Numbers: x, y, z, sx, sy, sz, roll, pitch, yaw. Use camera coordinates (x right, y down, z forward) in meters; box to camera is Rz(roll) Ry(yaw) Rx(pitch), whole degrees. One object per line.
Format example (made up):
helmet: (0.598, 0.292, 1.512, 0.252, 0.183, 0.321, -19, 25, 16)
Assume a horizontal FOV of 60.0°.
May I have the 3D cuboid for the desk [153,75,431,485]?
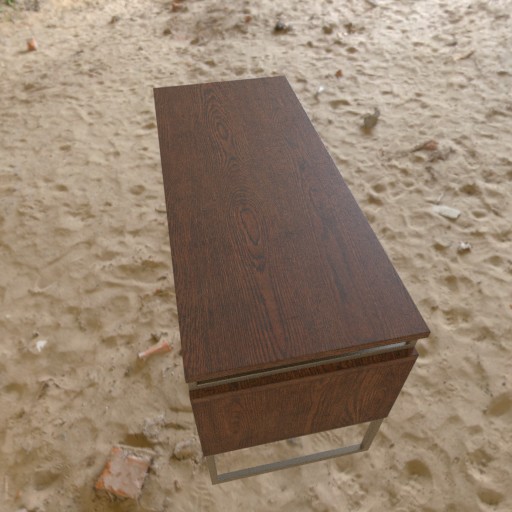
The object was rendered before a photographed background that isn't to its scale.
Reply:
desk: (0.000, 0.000, 1.763, 0.610, 0.792, 1.384, -9, 47, -8)
